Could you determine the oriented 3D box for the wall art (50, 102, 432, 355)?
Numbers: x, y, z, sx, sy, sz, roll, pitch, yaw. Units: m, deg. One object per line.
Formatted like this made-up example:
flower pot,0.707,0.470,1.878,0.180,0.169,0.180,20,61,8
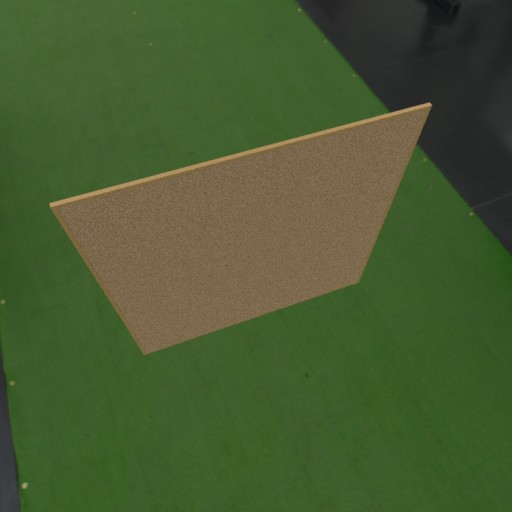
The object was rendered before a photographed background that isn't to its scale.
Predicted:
wall art,0.000,0.000,1.465,0.962,0.959,0.013,-17,60,-10
